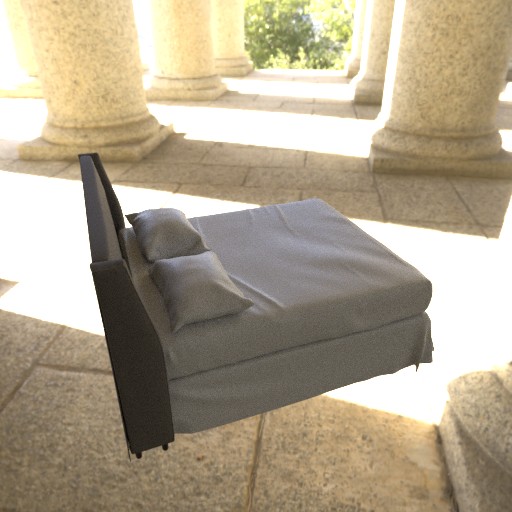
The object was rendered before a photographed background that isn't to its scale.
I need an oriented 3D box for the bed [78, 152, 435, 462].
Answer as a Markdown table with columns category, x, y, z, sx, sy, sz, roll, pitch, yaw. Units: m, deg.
| category | x | y | z | sx | sy | sz | roll | pitch | yaw |
| --- | --- | --- | --- | --- | --- | --- | --- | --- | --- |
| bed | 0.000 | 0.000 | 3.348 | 2.276 | 1.332 | 1.925 | -11 | 31 | -18 |
